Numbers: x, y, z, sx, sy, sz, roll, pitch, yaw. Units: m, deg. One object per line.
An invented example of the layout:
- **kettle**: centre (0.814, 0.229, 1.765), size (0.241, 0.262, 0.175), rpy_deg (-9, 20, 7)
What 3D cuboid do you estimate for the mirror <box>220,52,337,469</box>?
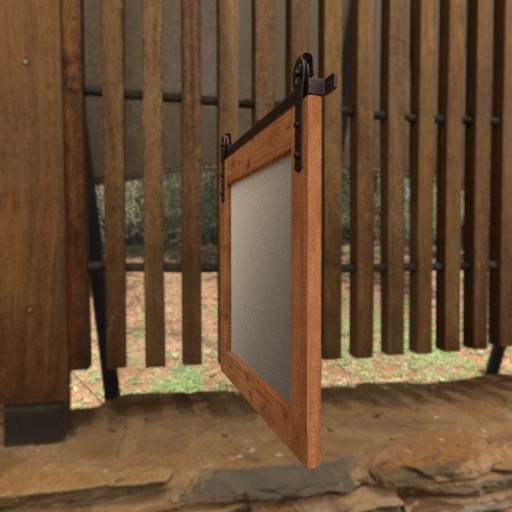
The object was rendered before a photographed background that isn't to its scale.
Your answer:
- **mirror**: centre (0.000, 0.000, 1.191), size (0.054, 0.800, 0.805), rpy_deg (0, 1, -18)
